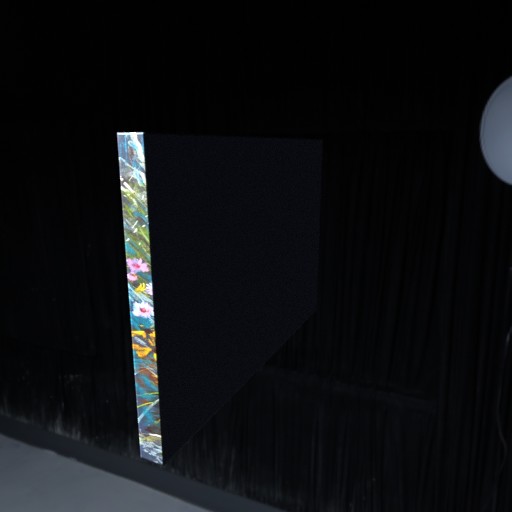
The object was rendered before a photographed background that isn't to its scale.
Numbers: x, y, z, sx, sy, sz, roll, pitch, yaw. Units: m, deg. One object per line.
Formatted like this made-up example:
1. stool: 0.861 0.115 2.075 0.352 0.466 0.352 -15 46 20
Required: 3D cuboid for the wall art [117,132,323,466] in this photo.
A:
1. wall art: 0.000 0.000 0.784 0.037 0.406 0.610 7 16 25
